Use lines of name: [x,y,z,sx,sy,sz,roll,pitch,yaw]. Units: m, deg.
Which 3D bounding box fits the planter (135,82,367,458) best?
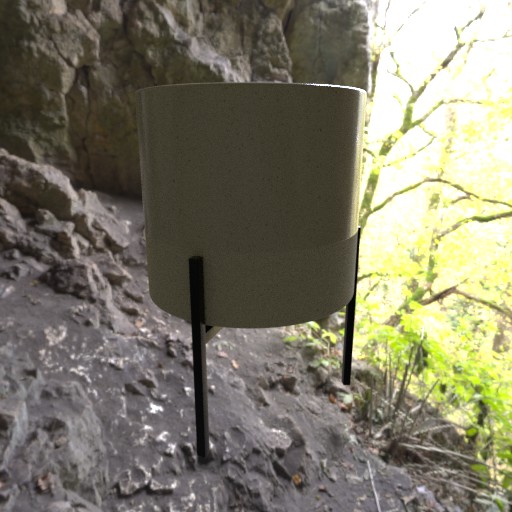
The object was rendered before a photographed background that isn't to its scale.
planter: [0.000,0.000,0.332,0.159,0.230,0.152,-2,16,-7]
